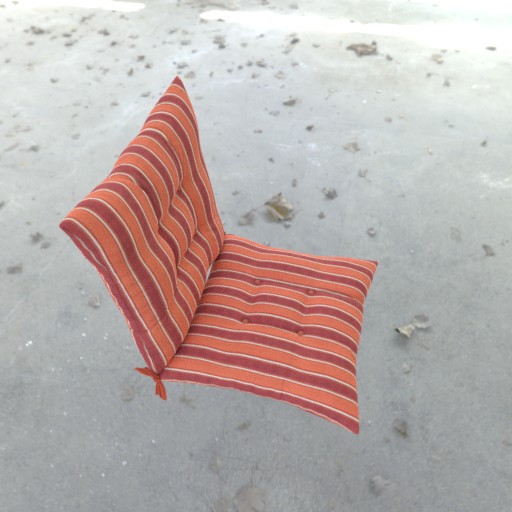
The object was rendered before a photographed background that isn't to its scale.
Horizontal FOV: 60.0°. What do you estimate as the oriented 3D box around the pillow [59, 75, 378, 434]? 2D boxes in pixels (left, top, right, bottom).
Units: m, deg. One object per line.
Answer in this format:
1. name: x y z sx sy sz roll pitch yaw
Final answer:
1. pillow: 0.000 0.000 0.987 0.585 0.536 0.541 11 49 10
